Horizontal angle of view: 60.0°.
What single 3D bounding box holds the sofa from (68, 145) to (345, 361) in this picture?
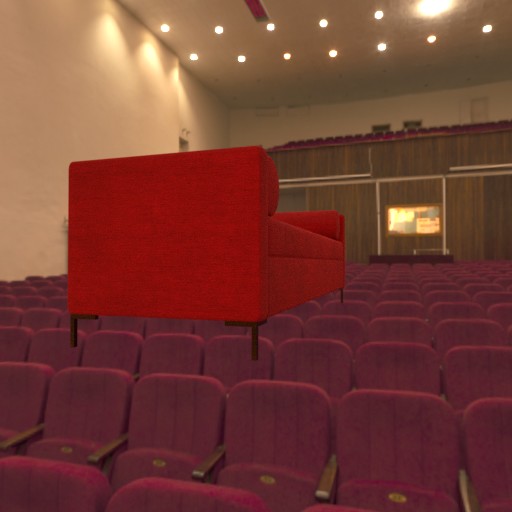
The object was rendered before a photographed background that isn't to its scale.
[{"bbox_3d":[0.000,0.000,2.310,0.686,0.635,1.981,0,-1,18],"label":"sofa"}]
